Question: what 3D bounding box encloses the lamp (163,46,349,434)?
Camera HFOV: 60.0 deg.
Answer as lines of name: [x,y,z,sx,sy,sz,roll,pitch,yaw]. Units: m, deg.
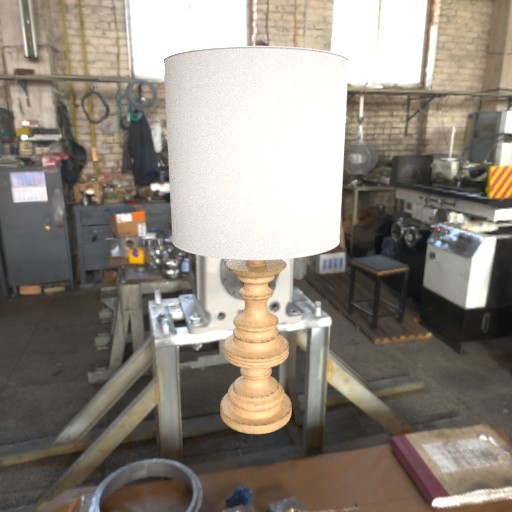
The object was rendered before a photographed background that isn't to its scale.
lamp: [0.000,0.000,0.566,0.208,0.455,0.208,13,20,40]
